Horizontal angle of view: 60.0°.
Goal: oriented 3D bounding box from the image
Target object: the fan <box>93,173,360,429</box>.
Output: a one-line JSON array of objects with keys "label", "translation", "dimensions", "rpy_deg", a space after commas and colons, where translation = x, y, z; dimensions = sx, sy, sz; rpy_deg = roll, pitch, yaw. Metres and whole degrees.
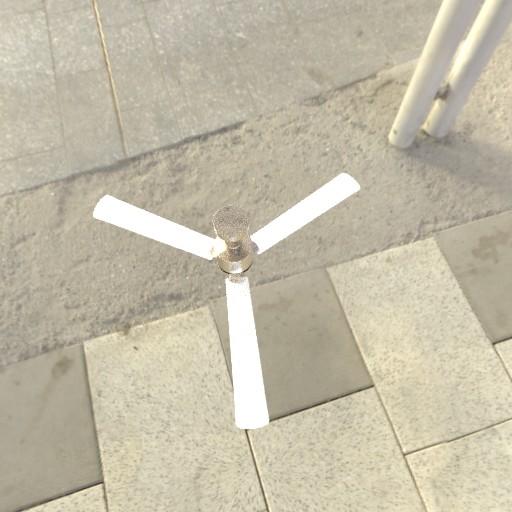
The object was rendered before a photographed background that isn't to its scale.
[{"label": "fan", "translation": [0.000, 0.000, 2.272], "dimensions": [1.561, 0.446, 1.531], "rpy_deg": [-18, 66, -8]}]
